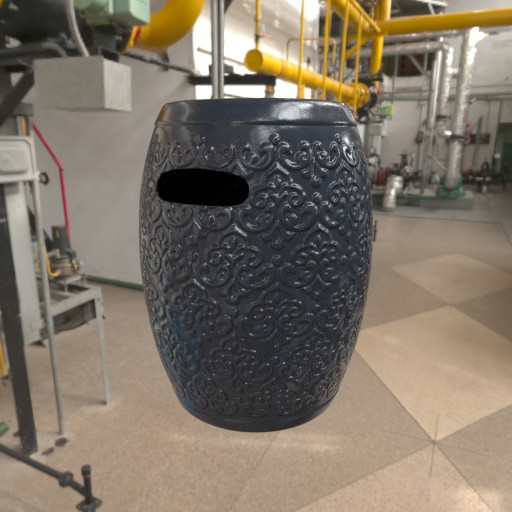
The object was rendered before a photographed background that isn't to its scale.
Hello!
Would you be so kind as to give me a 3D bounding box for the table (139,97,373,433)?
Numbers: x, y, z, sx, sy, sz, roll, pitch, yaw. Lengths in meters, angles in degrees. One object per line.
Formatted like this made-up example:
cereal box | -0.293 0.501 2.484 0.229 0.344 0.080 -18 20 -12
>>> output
table | 0.000 0.000 0.611 0.309 0.397 0.309 0 15 0
